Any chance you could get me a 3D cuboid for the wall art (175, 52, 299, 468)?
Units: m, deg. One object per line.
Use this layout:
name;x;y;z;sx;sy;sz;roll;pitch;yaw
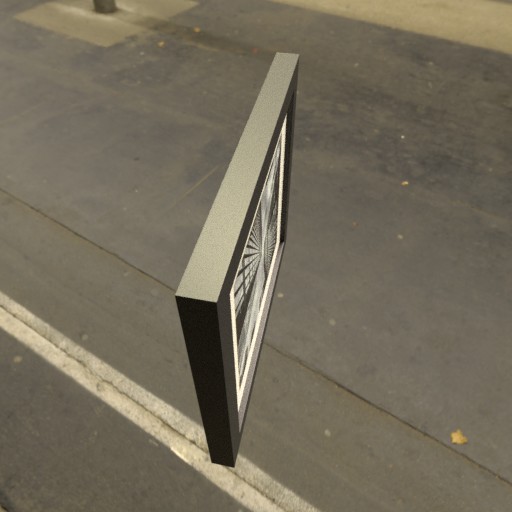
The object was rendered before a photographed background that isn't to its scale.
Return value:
wall art;0.000;0.000;0.529;0.028;0.321;0.381;9;48;8
